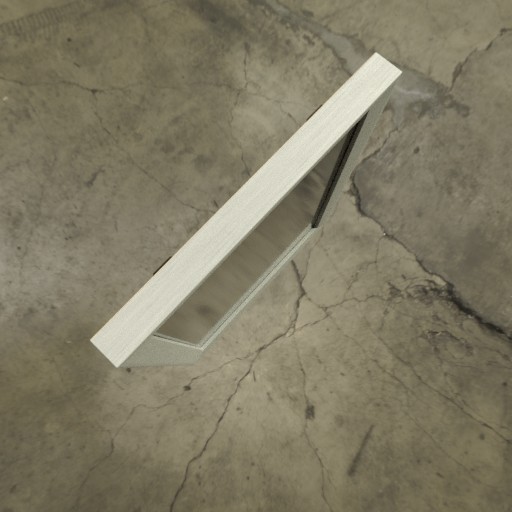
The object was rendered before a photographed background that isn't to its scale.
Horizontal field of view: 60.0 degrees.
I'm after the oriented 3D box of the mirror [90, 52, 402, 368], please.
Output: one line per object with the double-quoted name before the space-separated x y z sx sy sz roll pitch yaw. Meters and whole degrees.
"mirror" 0.000 0.000 0.675 0.041 0.508 0.405 42 80 9
